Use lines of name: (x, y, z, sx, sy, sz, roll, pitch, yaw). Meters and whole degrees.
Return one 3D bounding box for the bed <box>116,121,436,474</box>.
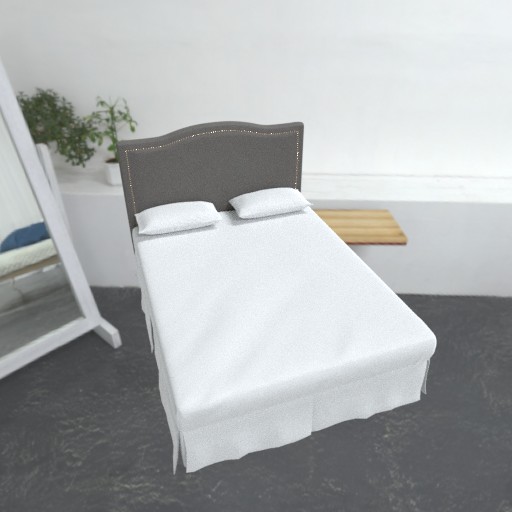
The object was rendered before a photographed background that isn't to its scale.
bed: (0.000, 0.000, 3.402, 1.821, 1.436, 2.282, -11, 35, -16)
